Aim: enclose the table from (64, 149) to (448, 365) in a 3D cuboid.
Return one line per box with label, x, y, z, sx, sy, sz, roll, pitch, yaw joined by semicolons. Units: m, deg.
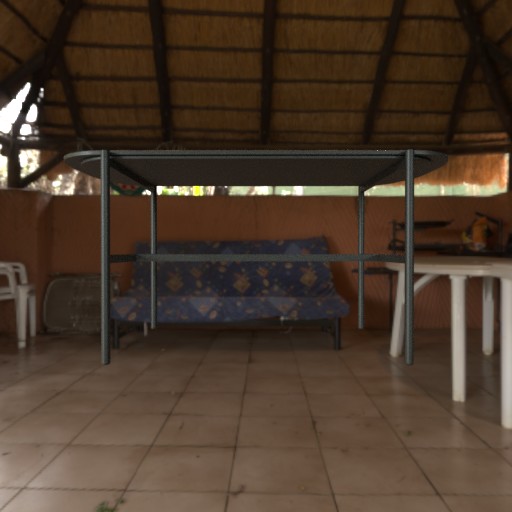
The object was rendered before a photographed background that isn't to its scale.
table;0.000;0.000;1.015;0.800;0.400;0.400;0;1;0
